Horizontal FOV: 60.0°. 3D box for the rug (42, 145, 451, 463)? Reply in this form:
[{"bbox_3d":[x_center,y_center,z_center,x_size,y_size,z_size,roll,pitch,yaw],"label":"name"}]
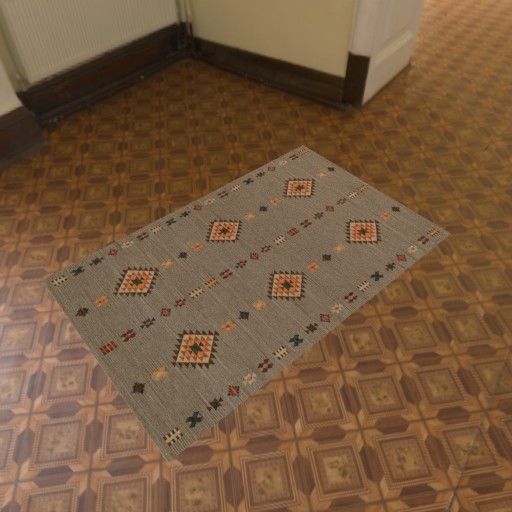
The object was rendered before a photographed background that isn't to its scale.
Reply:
[{"bbox_3d":[0.000,0.000,3.071,2.427,0.007,1.515,-32,55,-26],"label":"rug"}]
